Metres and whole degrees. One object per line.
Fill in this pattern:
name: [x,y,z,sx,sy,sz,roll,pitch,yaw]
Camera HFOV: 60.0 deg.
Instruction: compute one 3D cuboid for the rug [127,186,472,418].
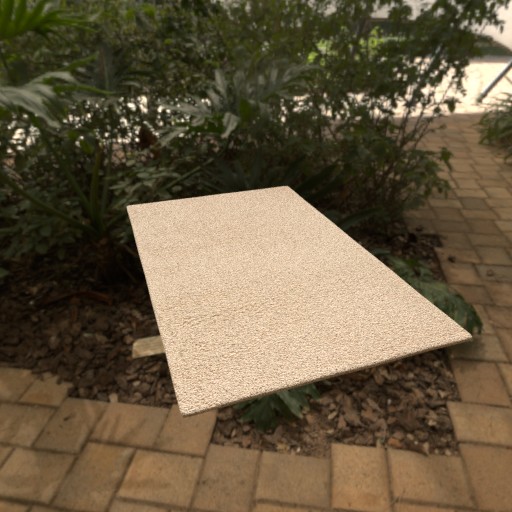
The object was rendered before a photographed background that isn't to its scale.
rug: [0.000,0.000,3.075,1.524,0.030,2.438,-10,30,-17]
